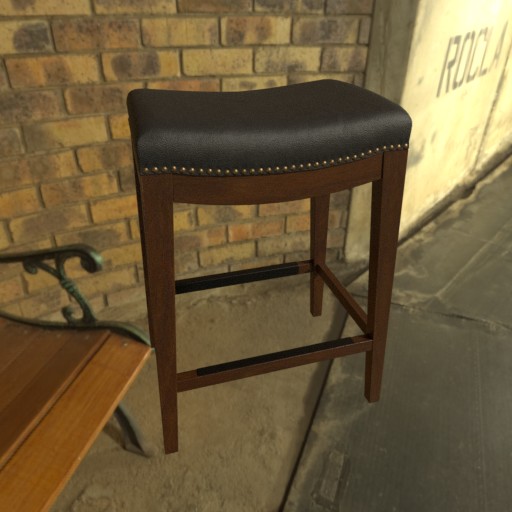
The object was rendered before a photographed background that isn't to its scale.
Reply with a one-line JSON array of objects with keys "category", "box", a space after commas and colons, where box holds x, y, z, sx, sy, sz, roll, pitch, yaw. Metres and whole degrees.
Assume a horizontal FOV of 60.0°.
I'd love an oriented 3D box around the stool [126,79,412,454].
[{"category": "stool", "box": [0.000, 0.000, 0.941, 0.490, 0.664, 0.353, -9, 32, -14]}]
